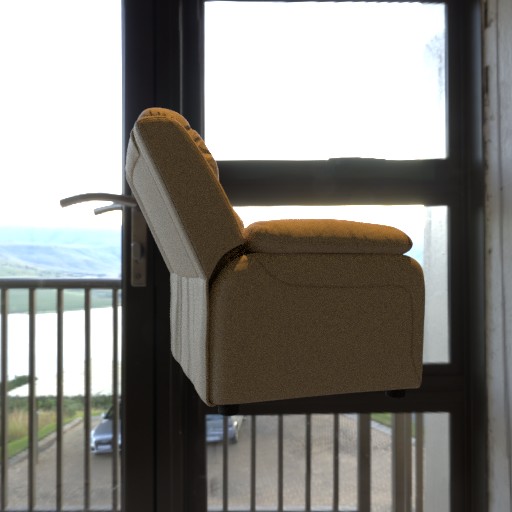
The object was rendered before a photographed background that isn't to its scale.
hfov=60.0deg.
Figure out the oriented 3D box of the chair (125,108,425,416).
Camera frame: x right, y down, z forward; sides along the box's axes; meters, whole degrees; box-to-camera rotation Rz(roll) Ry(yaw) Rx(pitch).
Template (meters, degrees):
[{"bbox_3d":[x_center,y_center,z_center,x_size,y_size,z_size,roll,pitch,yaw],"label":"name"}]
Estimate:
[{"bbox_3d":[0.000,0.000,1.265,0.709,0.702,0.680,0,-1,-18],"label":"chair"}]
